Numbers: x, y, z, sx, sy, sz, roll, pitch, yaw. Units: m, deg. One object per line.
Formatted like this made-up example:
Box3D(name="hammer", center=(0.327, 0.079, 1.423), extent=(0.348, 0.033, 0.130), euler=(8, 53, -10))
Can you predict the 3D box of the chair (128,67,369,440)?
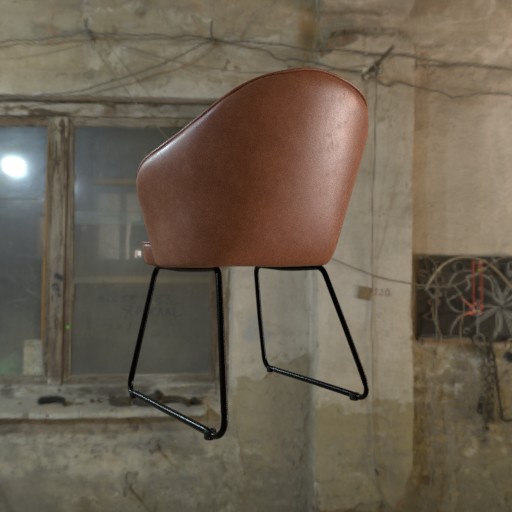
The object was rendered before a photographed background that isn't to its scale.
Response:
Box3D(name="chair", center=(0.000, 0.000, 1.186), extent=(0.582, 0.785, 0.580), euler=(0, -1, -37))
